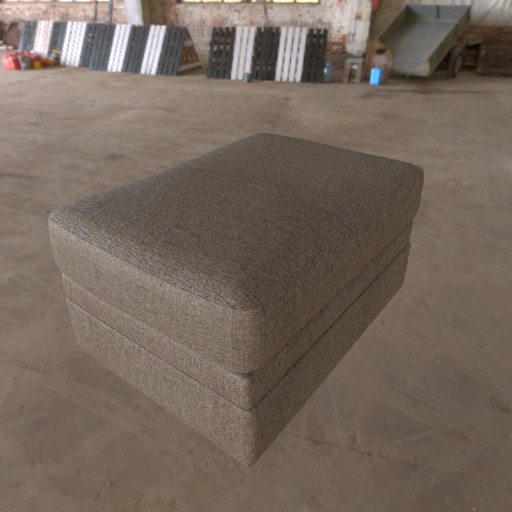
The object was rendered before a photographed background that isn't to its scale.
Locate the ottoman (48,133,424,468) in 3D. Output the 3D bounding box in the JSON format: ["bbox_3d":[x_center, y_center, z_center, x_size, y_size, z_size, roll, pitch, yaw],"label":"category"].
[{"bbox_3d":[0.000,0.000,1.258,0.637,0.478,0.885,21,37,31],"label":"ottoman"}]
